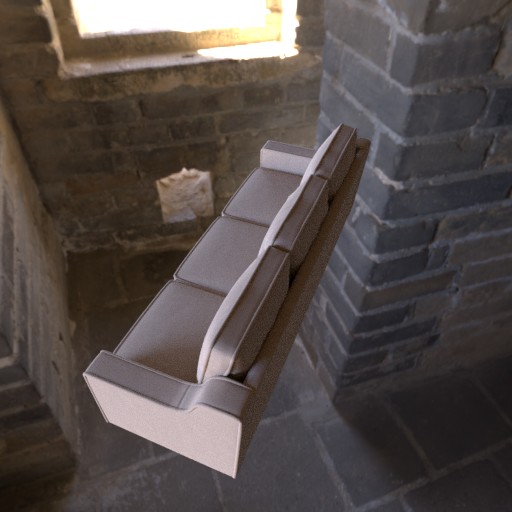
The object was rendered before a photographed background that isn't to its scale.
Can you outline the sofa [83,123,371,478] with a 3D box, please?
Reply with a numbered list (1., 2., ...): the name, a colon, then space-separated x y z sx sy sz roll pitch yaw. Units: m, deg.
1. sofa: 0.000 0.000 2.568 0.791 0.902 2.131 16 46 16
